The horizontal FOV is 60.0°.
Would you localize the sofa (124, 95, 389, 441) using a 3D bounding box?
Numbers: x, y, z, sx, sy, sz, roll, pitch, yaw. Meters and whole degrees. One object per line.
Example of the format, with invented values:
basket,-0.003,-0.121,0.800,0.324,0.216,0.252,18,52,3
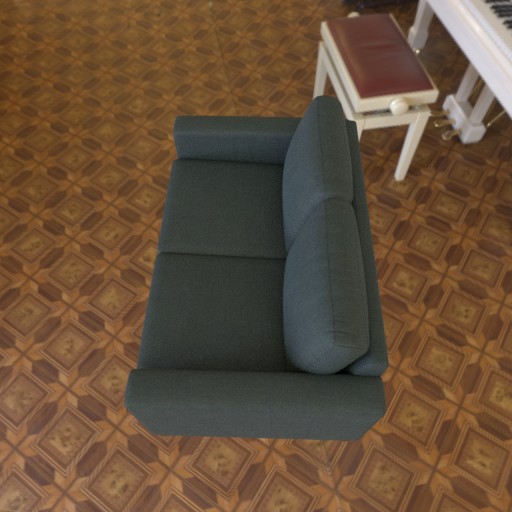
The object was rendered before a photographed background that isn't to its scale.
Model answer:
sofa,0.000,0.000,2.070,0.955,0.903,1.489,1,58,1
